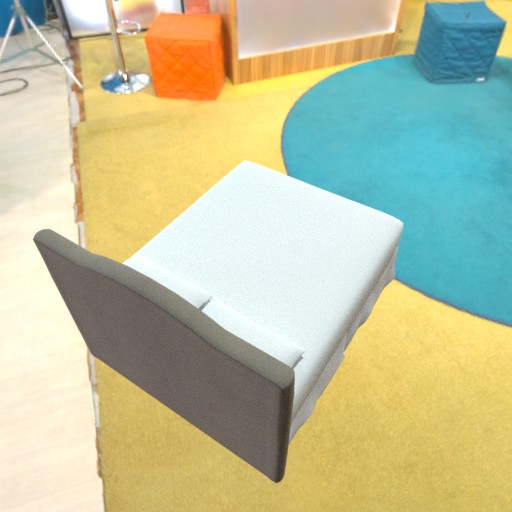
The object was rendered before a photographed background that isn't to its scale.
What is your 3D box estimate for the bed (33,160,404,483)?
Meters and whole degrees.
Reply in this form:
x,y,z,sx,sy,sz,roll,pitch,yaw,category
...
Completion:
x,y,z,sx,sy,sz,roll,pitch,yaw,category
0.000,0.000,3.251,1.744,1.441,2.128,26,52,22,bed
